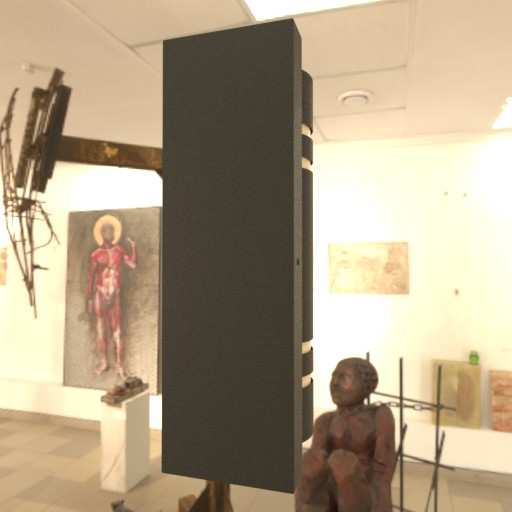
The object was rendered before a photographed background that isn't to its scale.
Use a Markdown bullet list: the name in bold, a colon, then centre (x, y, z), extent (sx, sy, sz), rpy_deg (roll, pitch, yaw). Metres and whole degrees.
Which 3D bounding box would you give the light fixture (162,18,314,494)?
- **light fixture**: centre (0.000, 0.000, 0.394), extent (0.105, 0.330, 0.149), rpy_deg (0, -1, 18)
